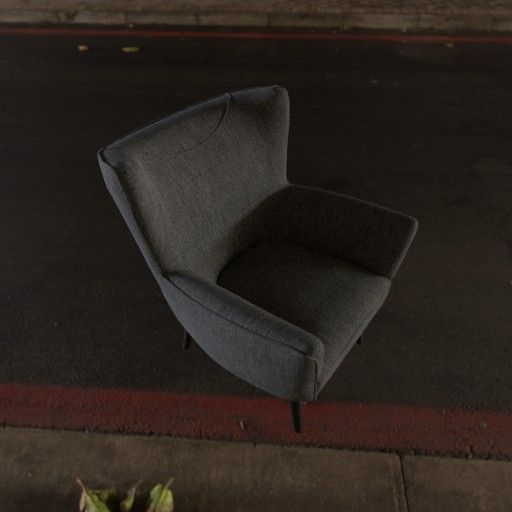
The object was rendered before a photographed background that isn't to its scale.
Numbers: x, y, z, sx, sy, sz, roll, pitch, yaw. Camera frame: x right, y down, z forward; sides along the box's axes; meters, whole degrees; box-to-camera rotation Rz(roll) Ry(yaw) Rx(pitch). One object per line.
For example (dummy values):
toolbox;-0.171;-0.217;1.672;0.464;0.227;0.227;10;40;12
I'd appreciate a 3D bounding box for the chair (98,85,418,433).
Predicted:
chair;0.000;0.000;1.595;0.888;0.933;0.781;25;46;27
